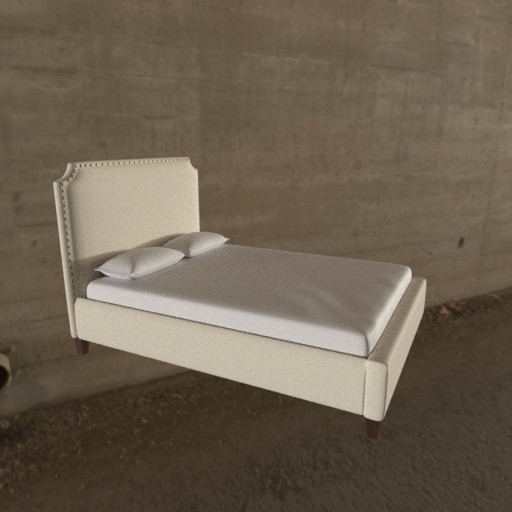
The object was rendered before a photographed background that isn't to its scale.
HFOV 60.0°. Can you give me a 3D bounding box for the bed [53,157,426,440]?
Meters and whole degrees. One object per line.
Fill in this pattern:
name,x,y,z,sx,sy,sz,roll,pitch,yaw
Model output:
bed,0.000,0.000,3.451,2.372,1.443,1.712,7,16,26
